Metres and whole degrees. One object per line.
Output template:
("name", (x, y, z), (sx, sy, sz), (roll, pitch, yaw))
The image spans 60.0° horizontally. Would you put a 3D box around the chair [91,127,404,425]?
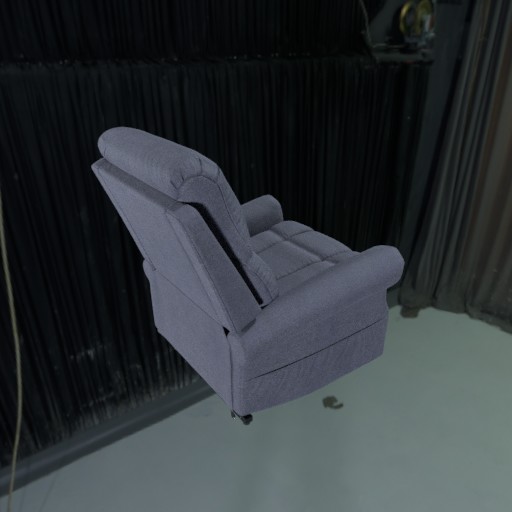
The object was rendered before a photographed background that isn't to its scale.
("chair", (0.000, 0.000, 1.775), (0.979, 1.031, 0.871), (-19, 32, -33))
